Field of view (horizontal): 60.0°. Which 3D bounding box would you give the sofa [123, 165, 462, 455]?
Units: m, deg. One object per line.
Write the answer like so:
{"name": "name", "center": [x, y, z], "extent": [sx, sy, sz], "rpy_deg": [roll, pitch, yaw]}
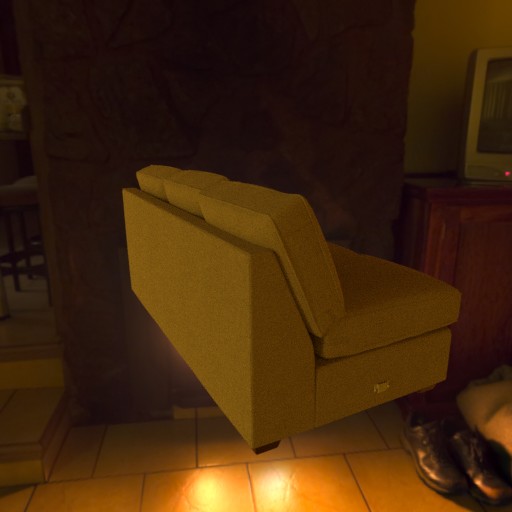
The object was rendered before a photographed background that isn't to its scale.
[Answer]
{"name": "sofa", "center": [0.000, 0.000, 2.679], "extent": [1.127, 1.036, 2.092], "rpy_deg": [-8, 17, -27]}
